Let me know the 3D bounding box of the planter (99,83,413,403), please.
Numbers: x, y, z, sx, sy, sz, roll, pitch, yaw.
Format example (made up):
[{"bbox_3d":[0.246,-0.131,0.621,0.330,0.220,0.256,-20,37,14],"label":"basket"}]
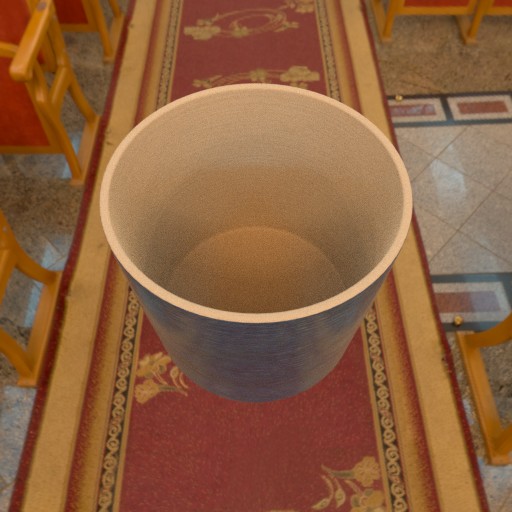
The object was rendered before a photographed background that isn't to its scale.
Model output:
[{"bbox_3d":[0.000,0.000,0.403,0.221,0.201,0.221,0,57,0],"label":"planter"}]
